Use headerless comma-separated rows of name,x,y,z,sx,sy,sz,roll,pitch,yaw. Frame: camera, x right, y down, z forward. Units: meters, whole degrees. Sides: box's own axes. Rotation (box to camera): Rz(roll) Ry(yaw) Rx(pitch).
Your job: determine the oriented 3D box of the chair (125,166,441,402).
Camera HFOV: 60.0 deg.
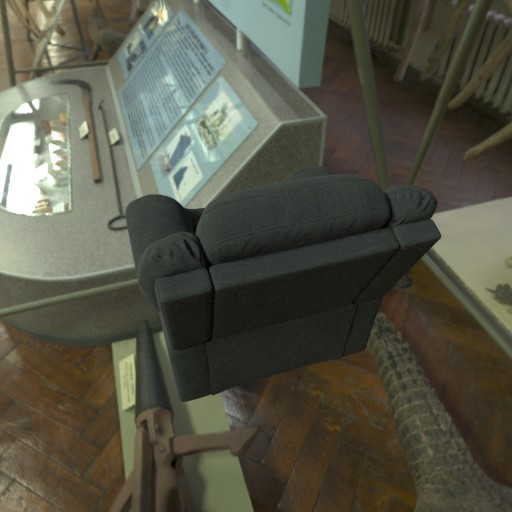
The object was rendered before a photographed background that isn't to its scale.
chair,0.000,0.000,1.715,0.899,1.008,0.944,-12,43,-14
